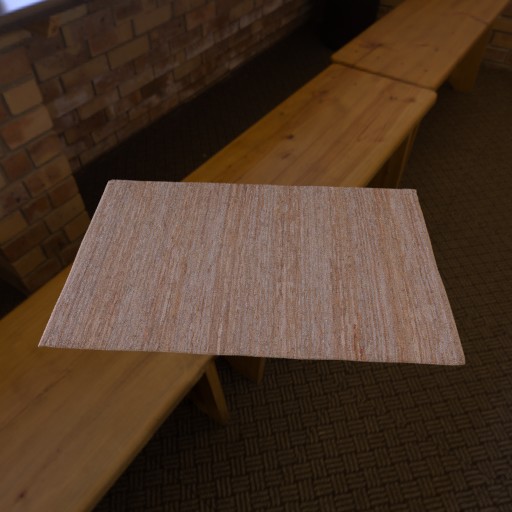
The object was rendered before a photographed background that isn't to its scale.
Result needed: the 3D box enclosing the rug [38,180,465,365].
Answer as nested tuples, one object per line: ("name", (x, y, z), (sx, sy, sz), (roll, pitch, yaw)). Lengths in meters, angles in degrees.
("rug", (0.000, 0.000, 3.018), (2.446, 0.009, 1.529), (2, 48, 2))
